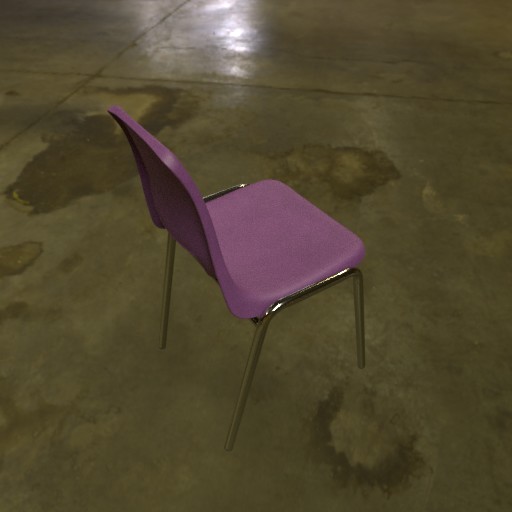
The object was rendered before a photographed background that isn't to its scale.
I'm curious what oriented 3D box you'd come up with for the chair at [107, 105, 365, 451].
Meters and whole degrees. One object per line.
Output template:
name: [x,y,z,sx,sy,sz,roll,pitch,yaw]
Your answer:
chair: [0.000,0.000,0.940,0.432,0.704,0.381,-24,47,-25]
